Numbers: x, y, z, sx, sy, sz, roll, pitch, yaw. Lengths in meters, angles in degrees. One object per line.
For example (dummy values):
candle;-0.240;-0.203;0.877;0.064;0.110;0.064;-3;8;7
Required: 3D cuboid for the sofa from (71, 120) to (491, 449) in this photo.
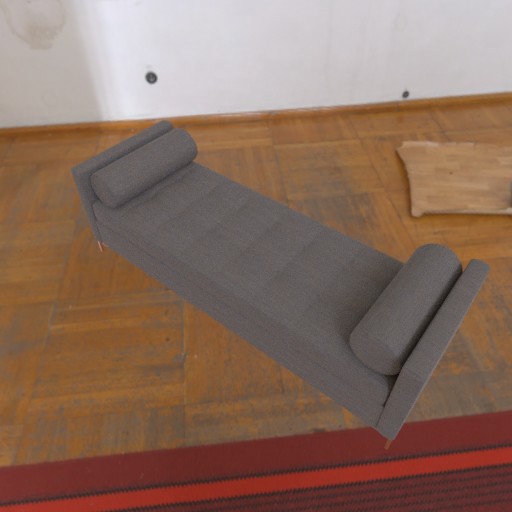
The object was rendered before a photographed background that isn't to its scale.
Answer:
sofa;0.000;0.000;2.303;1.981;0.635;0.686;30;52;26
